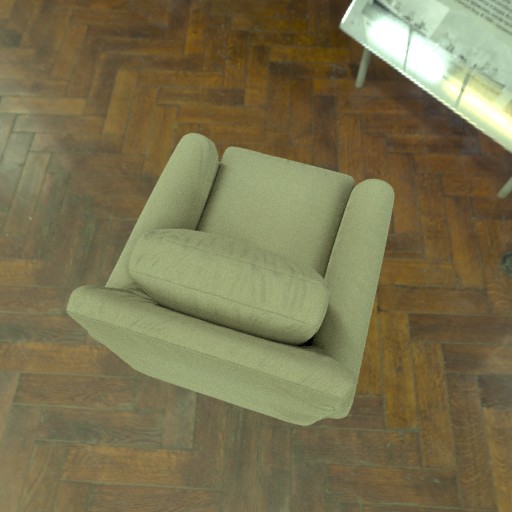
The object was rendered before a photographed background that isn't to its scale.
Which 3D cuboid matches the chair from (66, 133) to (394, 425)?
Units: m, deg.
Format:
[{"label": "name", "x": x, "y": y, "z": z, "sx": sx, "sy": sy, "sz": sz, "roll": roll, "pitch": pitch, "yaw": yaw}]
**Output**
[{"label": "chair", "x": 0.000, "y": 0.000, "z": 1.746, "sx": 0.940, "sy": 0.866, "sz": 1.066, "roll": 16, "pitch": 65, "yaw": 7}]
